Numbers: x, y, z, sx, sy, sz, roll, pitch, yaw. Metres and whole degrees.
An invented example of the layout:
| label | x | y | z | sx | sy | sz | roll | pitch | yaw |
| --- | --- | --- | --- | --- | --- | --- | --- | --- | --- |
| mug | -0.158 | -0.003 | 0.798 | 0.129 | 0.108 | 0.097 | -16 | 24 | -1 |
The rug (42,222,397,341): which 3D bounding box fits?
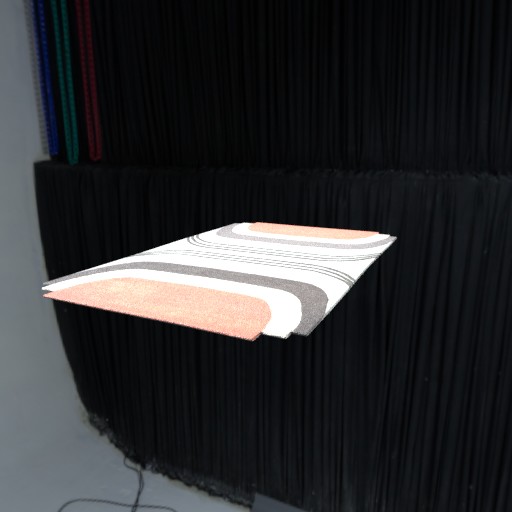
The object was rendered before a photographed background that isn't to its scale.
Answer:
| label | x | y | z | sx | sy | sz | roll | pitch | yaw |
| --- | --- | --- | --- | --- | --- | --- | --- | --- | --- |
| rug | 0.000 | 0.000 | 3.039 | 1.530 | 0.017 | 2.446 | 7 | 15 | 26 |
